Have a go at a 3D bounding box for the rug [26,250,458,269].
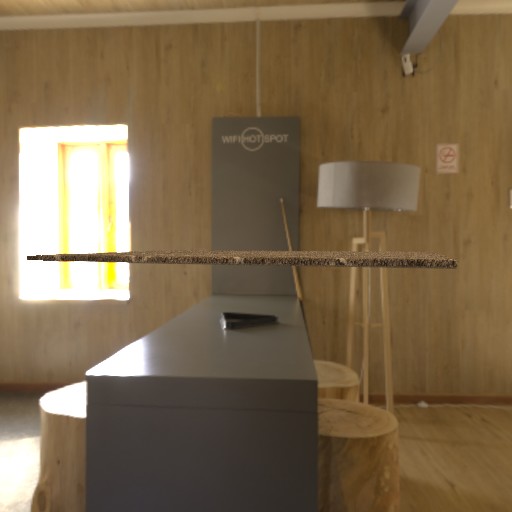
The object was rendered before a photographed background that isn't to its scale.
[{"bbox_3d":[0.000,0.000,2.269,1.778,0.030,1.219,1,2,19],"label":"rug"}]
